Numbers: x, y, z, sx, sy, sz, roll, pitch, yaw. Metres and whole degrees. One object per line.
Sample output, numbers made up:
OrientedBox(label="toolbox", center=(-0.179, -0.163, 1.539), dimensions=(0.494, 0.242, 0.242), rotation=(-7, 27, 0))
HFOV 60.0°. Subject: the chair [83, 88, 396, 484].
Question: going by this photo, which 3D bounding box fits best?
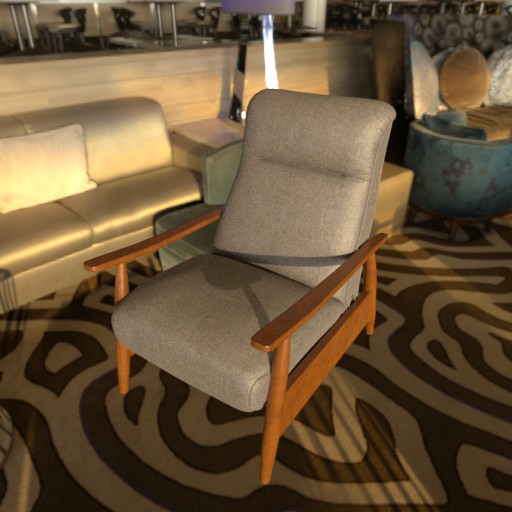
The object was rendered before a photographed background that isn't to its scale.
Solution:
OrientedBox(label="chair", center=(0.000, 0.000, 1.735), dimensions=(0.762, 1.081, 1.014), rotation=(19, 35, 29))
